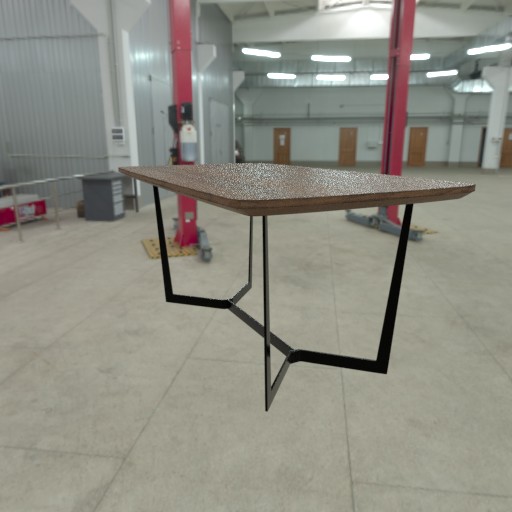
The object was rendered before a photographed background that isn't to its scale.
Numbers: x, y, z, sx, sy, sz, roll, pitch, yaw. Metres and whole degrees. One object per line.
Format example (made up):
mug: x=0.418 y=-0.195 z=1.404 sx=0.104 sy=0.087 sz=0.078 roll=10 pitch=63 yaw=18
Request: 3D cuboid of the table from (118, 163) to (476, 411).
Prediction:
table: x=0.000 y=0.000 z=2.086 sx=0.949 sy=0.765 sz=1.643 roll=-8 pitch=16 yaw=-26
